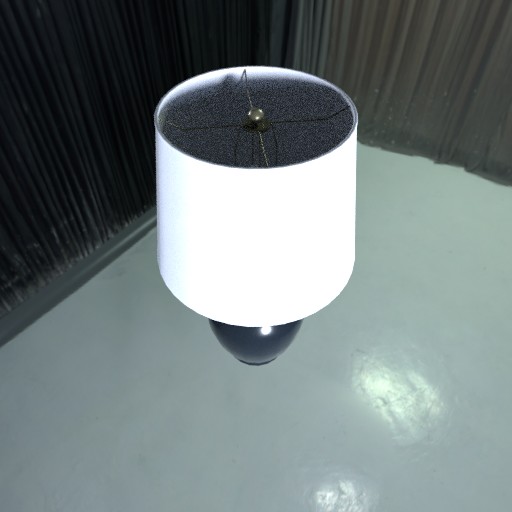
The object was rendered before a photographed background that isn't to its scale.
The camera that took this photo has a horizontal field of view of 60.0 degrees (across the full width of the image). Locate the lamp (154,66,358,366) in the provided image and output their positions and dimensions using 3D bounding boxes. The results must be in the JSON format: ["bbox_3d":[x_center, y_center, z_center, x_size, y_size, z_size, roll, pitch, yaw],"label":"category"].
[{"bbox_3d":[0.000,0.000,0.559,0.239,0.399,0.239,0,47,0],"label":"lamp"}]
